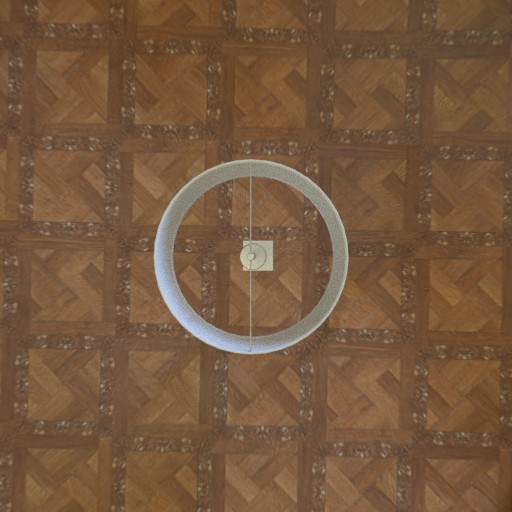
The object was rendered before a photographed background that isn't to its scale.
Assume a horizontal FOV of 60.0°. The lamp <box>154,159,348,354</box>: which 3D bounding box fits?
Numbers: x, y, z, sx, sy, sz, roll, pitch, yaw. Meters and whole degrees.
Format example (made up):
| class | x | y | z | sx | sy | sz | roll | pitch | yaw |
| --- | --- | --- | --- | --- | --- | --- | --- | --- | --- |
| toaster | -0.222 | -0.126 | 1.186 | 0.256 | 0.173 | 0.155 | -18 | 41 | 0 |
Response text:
| class | x | y | z | sx | sy | sz | roll | pitch | yaw |
| --- | --- | --- | --- | --- | --- | --- | --- | --- | --- |
| lamp | 0.000 | 0.000 | 1.678 | 0.420 | 1.475 | 0.420 | 0 | 90 | 1 |
